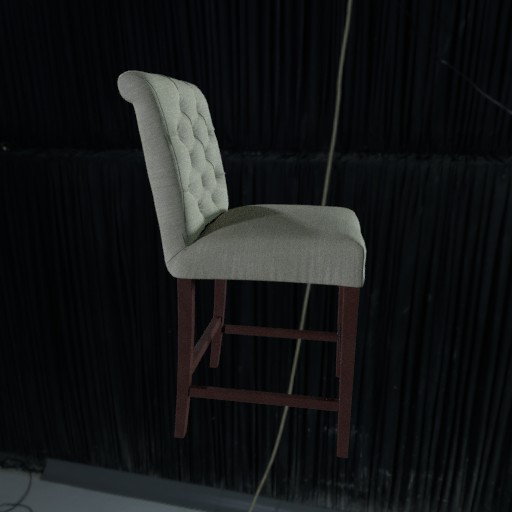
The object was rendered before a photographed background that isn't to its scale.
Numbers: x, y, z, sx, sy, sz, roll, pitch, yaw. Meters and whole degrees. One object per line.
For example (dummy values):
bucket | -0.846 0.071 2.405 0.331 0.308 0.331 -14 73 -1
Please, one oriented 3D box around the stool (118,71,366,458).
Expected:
stool | 0.000 0.000 1.428 0.660 1.084 0.486 3 17 9
